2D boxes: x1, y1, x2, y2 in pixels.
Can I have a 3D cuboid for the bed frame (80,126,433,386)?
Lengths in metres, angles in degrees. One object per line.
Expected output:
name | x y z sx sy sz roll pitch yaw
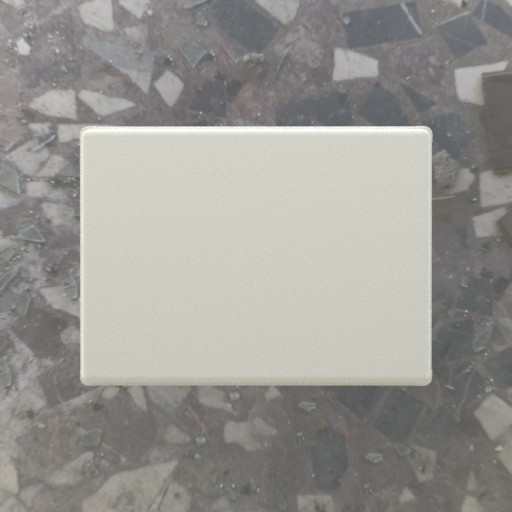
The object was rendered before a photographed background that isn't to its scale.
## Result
bed frame | 0.000 0.000 2.501 1.900 0.406 1.400 0 90 0
